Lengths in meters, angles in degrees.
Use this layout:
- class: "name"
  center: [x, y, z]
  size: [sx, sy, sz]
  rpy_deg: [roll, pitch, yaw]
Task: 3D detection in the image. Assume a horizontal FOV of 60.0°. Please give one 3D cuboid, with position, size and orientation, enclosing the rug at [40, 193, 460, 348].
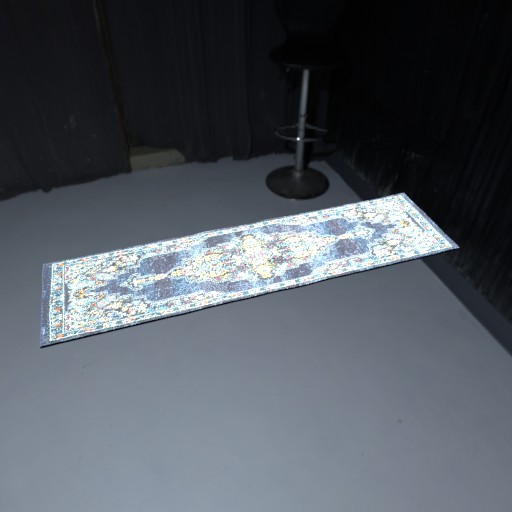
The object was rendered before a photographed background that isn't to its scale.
- class: "rug"
  center: [0.000, 0.000, 2.499]
  size: [2.283, 0.016, 0.602]
  rpy_deg: [-12, 43, -13]
